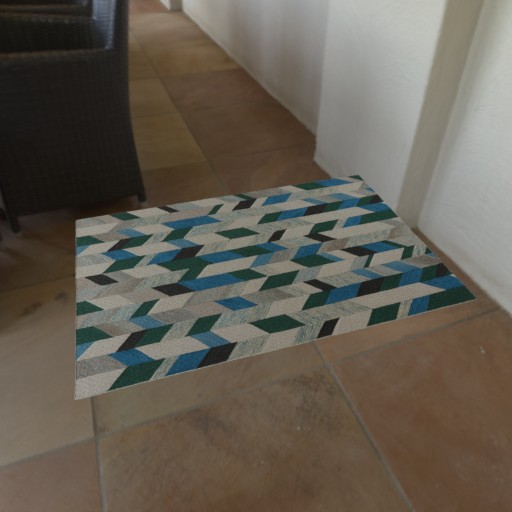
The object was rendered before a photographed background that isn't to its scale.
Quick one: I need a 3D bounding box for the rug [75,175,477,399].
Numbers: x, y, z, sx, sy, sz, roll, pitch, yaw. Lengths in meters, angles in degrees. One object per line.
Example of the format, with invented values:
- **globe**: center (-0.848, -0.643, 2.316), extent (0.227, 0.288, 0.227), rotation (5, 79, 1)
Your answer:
- **rug**: center (0.000, 0.000, 2.345), extent (1.827, 0.005, 1.229), rotation (-11, 42, -13)
